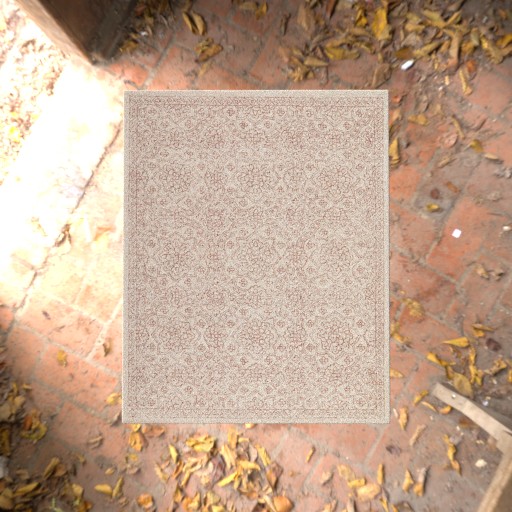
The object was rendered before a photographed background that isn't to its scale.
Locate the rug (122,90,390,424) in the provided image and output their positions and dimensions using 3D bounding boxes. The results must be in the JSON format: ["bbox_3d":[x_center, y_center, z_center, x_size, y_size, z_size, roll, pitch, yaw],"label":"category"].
[{"bbox_3d":[0.000,0.000,4.057,2.441,0.015,3.050,0,89,0],"label":"rug"}]
